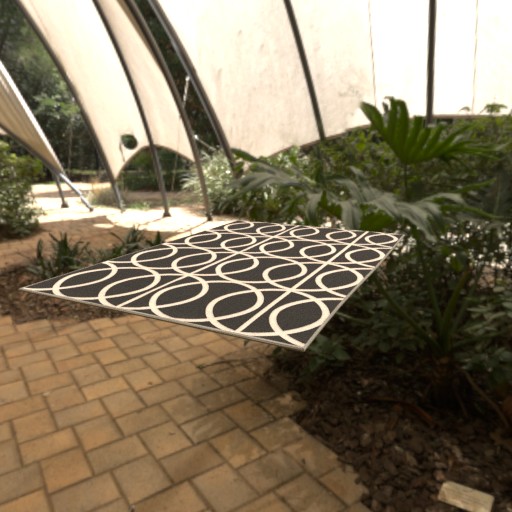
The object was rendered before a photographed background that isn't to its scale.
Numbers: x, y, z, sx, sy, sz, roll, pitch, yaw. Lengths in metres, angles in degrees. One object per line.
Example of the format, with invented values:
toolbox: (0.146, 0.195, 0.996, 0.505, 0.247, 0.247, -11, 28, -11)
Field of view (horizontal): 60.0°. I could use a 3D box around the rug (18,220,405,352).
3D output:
rug: (0.000, 0.000, 2.875, 1.528, 0.014, 2.294, 7, 16, 26)
